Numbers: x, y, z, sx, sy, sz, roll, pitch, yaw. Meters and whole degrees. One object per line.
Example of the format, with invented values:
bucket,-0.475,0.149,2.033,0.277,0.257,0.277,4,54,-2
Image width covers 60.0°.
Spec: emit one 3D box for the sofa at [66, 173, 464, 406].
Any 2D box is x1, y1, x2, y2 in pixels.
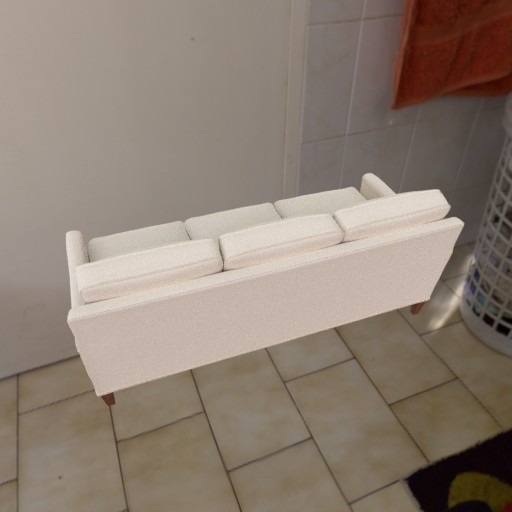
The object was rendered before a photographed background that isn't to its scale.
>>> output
sofa,0.000,0.000,2.848,2.246,1.003,1.084,-13,42,-15
